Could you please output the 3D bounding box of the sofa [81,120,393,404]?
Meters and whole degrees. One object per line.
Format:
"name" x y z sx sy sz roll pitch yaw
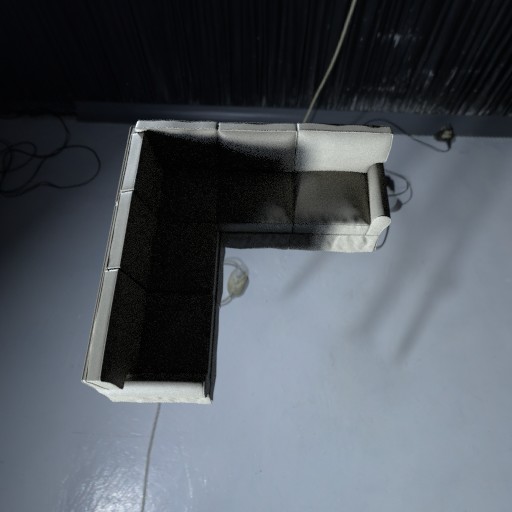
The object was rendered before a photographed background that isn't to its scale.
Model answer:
"sofa" 0.000 0.000 4.198 2.623 1.081 2.618 1 64 1
